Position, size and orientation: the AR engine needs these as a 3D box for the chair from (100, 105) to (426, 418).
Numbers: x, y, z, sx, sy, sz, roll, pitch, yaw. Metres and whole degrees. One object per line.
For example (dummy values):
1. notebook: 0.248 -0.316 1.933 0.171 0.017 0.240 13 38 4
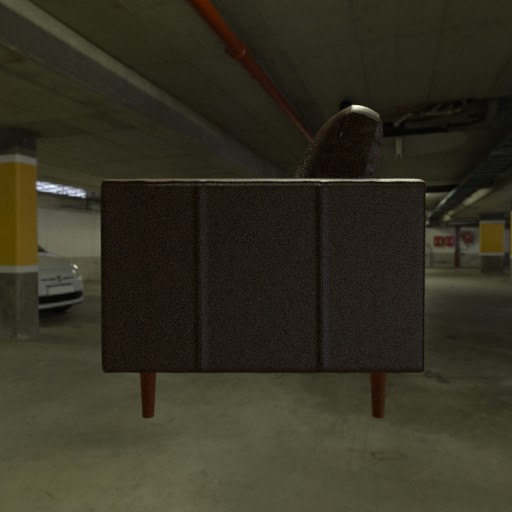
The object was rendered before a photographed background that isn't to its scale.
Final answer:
1. chair: 0.000 0.000 1.625 0.909 0.956 0.890 0 1 0
